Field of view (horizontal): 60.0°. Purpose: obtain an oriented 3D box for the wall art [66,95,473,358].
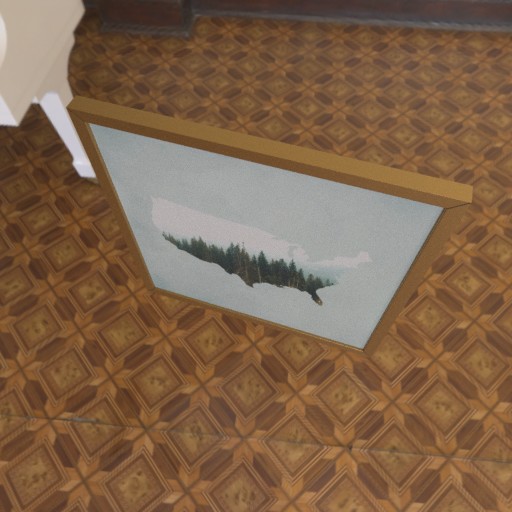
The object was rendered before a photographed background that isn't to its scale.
[{"bbox_3d":[0.000,0.000,1.127,0.762,0.762,0.038,15,59,9],"label":"wall art"}]
